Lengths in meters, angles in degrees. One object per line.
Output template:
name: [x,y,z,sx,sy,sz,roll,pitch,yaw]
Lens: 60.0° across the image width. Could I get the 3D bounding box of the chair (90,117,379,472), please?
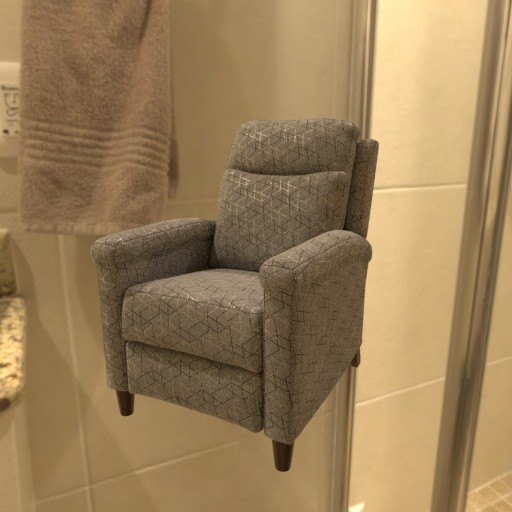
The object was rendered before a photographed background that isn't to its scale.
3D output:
chair: [0.000,0.000,1.705,0.753,1.048,0.987,7,16,26]
